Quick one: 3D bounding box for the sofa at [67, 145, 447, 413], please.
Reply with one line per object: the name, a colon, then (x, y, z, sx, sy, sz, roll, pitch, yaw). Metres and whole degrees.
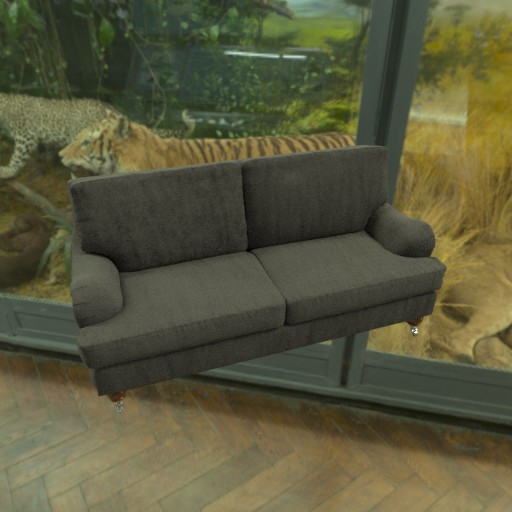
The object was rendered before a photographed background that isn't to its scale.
sofa: (0.000, 0.000, 2.804, 2.165, 1.087, 1.086, -10, 34, -16)
